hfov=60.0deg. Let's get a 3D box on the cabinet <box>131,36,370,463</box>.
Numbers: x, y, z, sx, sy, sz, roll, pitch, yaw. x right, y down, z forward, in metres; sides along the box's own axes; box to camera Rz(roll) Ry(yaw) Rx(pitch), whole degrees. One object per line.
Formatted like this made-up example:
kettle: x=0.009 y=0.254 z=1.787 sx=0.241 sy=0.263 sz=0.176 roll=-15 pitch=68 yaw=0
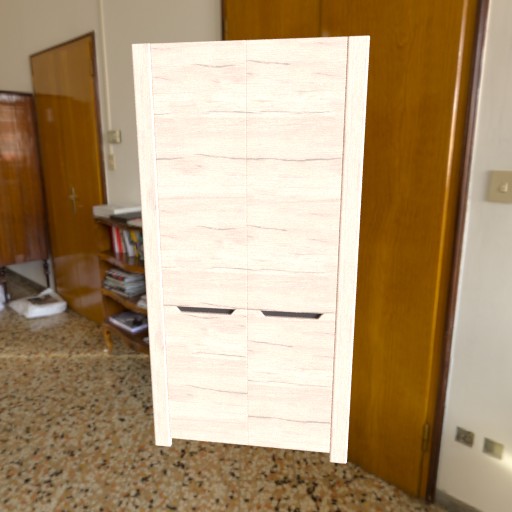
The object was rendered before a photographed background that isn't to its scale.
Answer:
cabinet: x=0.000 y=0.000 z=2.293 sx=0.980 sy=1.930 sz=0.580 roll=2 pitch=13 yaw=8
